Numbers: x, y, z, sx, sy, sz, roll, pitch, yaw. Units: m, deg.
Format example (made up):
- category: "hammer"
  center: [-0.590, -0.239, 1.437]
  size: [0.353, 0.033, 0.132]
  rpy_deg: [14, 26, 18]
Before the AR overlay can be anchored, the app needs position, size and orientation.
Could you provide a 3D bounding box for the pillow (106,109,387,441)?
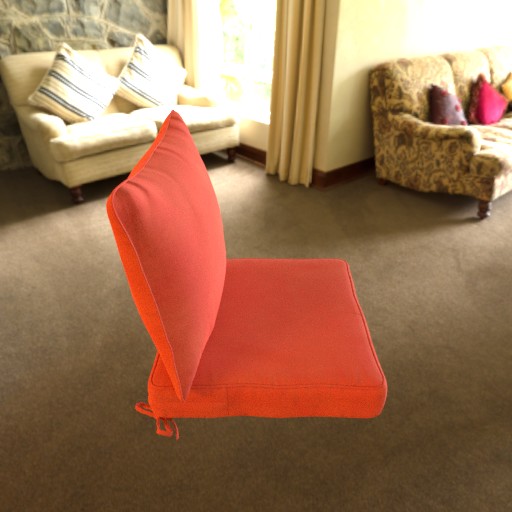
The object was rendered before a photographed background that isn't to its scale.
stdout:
- category: "pillow"
  center: [0.000, 0.000, 1.369]
  size: [0.733, 0.725, 0.798]
  rpy_deg: [0, 31, 0]
